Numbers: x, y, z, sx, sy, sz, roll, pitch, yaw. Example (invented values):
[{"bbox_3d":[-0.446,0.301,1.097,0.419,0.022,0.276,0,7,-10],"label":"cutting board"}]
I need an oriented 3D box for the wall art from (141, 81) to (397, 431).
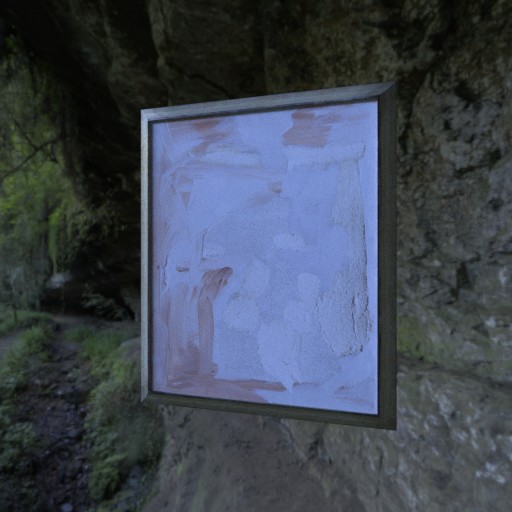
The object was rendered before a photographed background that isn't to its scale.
[{"bbox_3d":[0.000,0.000,0.630,0.381,0.457,0.023,0,0,17],"label":"wall art"}]
